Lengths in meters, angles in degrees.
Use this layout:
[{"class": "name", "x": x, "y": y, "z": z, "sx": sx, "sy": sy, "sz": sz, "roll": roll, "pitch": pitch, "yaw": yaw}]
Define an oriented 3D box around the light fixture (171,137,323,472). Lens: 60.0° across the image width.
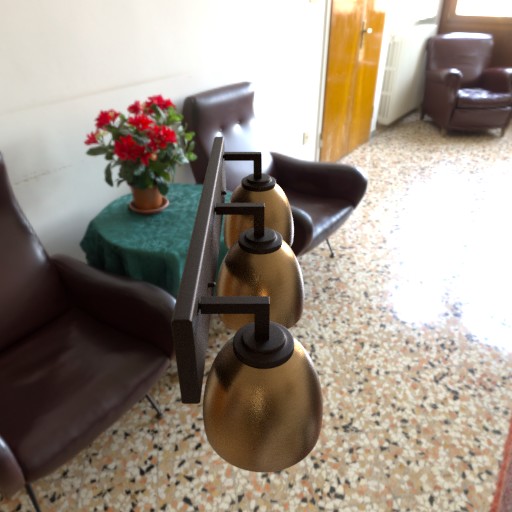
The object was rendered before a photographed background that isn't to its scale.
[{"class": "light fixture", "x": 0.000, "y": 0.000, "z": 0.681, "sx": 0.157, "sy": 0.204, "sz": 0.582, "roll": 0, "pitch": 32, "yaw": 0}]
